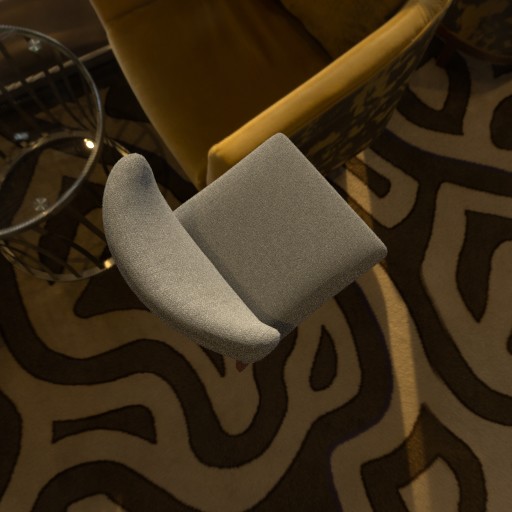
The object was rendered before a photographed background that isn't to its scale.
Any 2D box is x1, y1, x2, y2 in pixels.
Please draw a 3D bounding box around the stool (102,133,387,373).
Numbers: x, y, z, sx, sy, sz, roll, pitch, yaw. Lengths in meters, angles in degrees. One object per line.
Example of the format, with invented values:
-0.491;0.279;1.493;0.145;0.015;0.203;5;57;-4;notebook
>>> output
0.000;0.000;1.281;0.568;0.968;0.479;-38;79;-9;stool
